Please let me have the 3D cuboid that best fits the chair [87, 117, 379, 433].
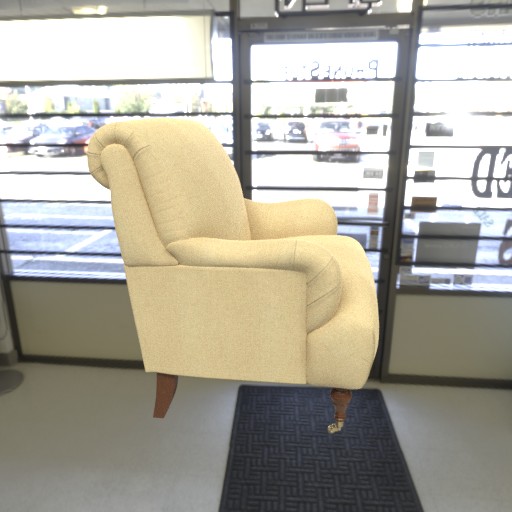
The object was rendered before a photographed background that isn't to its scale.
[{"bbox_3d":[0.000,0.000,1.585,0.842,0.944,0.766,3,18,8],"label":"chair"}]
